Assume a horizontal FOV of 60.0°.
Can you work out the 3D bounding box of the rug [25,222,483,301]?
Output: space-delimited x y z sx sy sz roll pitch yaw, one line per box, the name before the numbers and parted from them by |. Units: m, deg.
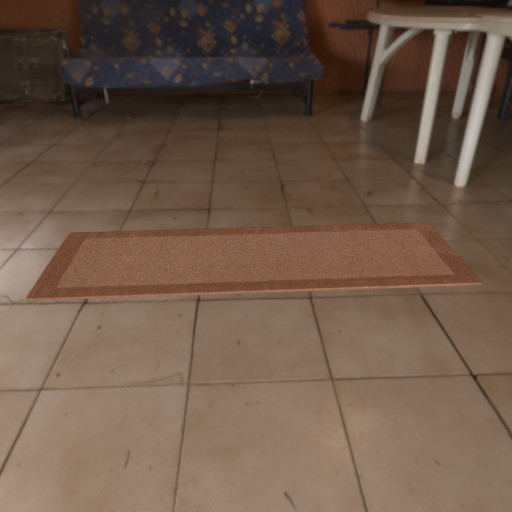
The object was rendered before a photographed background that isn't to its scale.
rug | 0.000 0.000 2.677 2.439 0.017 0.764 -2 30 -3
